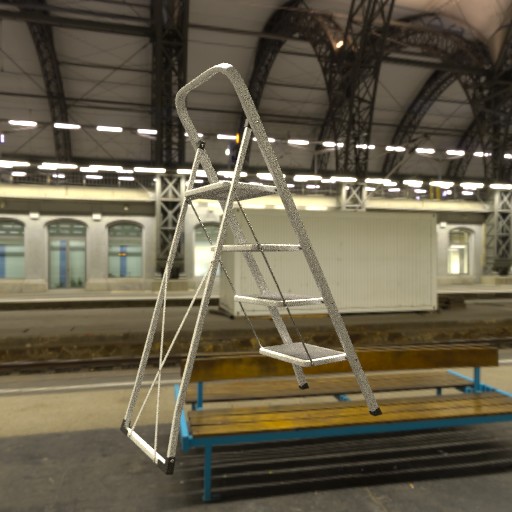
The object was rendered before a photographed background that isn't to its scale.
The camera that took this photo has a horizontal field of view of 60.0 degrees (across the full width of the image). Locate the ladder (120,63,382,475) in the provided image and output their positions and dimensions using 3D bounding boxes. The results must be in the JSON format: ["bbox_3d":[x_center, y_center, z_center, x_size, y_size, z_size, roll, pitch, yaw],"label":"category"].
[{"bbox_3d":[0.000,0.000,1.697,0.914,1.265,0.460,0,0,-35],"label":"ladder"}]
